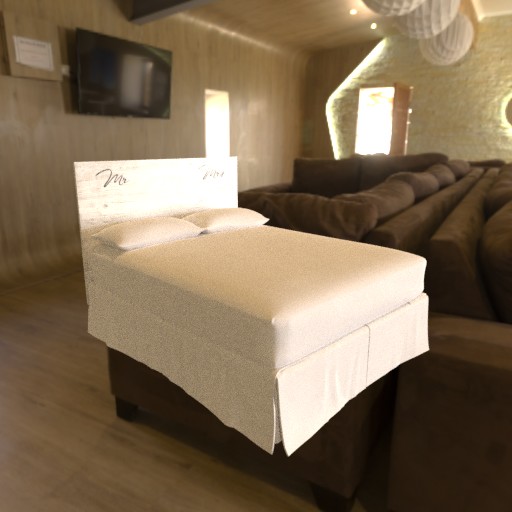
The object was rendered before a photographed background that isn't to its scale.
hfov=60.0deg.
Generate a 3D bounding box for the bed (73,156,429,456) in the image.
[{"bbox_3d":[0.000,0.000,3.252,1.745,1.335,2.094,-14,20,-43],"label":"bed"}]
